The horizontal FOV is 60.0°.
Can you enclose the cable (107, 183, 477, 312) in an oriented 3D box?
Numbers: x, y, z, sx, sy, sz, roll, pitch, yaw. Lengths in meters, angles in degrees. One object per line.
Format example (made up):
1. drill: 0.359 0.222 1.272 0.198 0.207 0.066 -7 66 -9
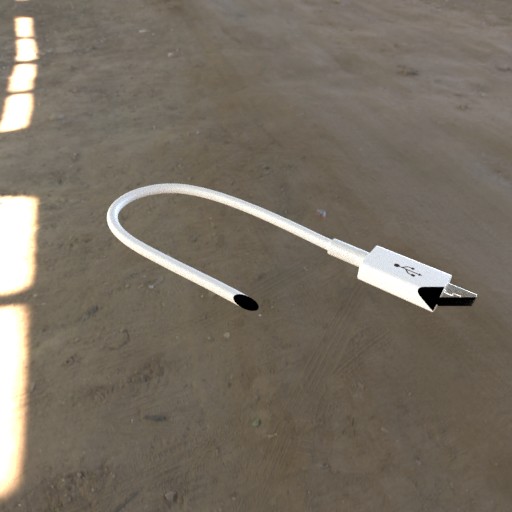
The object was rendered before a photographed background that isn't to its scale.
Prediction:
1. cable: 0.000 0.000 0.113 0.098 0.006 0.040 26 46 28
